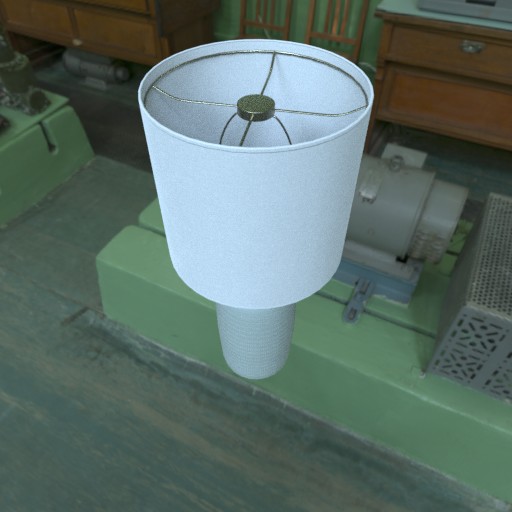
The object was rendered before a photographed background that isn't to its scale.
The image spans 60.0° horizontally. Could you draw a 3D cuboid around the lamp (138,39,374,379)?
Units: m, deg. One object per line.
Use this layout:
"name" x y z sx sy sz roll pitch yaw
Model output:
"lamp" 0.000 0.000 0.593 0.220 0.475 0.220 19 49 17
